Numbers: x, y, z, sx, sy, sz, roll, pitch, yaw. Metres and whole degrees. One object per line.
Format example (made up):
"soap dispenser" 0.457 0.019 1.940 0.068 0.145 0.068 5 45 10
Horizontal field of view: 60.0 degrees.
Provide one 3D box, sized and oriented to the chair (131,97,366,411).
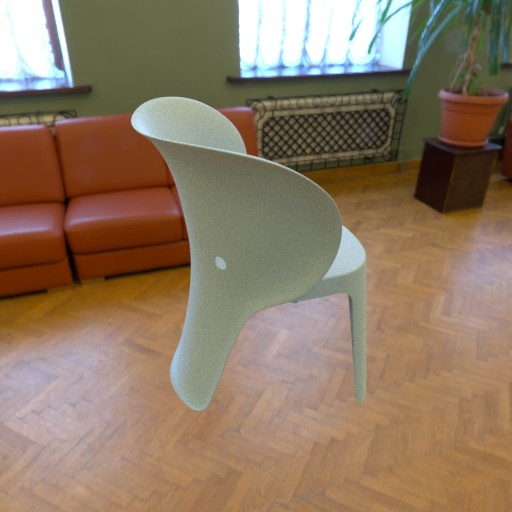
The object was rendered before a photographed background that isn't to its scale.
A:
"chair" 0.000 0.000 0.872 0.402 0.554 0.451 -10 31 -17
